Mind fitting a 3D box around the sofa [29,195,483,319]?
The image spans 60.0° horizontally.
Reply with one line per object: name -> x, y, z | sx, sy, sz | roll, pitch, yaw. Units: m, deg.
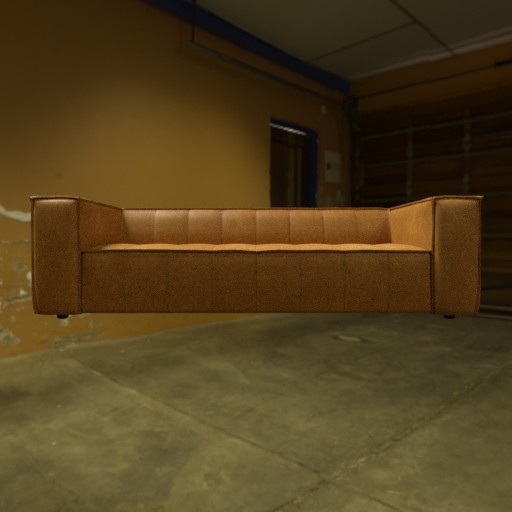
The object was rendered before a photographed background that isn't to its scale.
sofa -> 0.000, 0.000, 2.985 | 2.581, 0.701, 1.102 | 0, 1, 0
